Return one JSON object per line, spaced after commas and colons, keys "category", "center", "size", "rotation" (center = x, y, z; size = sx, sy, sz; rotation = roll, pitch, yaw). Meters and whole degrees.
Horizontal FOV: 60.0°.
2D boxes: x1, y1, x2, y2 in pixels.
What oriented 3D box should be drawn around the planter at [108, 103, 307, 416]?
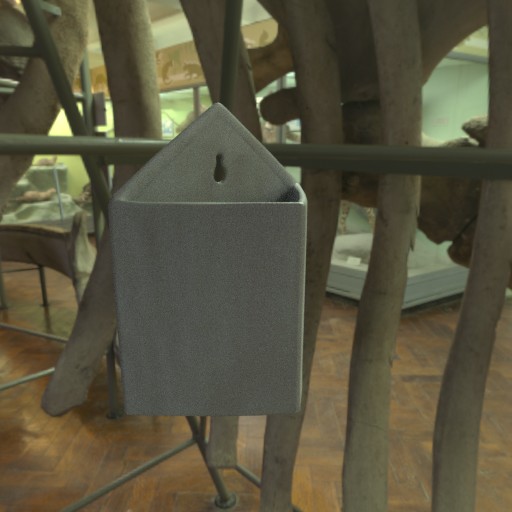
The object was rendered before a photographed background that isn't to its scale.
{"category": "planter", "center": [0.000, 0.000, 0.288], "size": [0.163, 0.194, 0.080], "rotation": [-13, 19, -42]}
